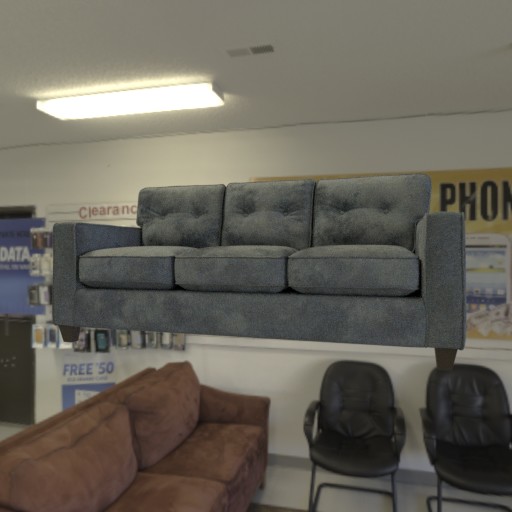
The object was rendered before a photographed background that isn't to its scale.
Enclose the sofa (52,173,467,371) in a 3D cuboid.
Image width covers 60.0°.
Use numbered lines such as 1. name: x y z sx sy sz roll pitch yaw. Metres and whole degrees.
1. sofa: 0.000 0.000 2.571 2.133 0.965 0.939 0 0 18
